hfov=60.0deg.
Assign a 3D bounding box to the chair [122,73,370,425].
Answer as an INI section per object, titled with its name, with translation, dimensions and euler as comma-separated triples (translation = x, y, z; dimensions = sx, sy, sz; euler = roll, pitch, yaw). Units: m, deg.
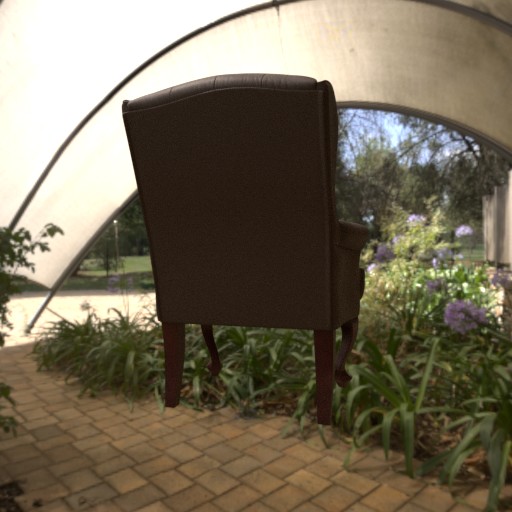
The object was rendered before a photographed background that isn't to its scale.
[chair]
translation = 0.000, 0.000, 1.712
dimensions = 0.829, 1.132, 0.819
euler = 0, 0, 17
